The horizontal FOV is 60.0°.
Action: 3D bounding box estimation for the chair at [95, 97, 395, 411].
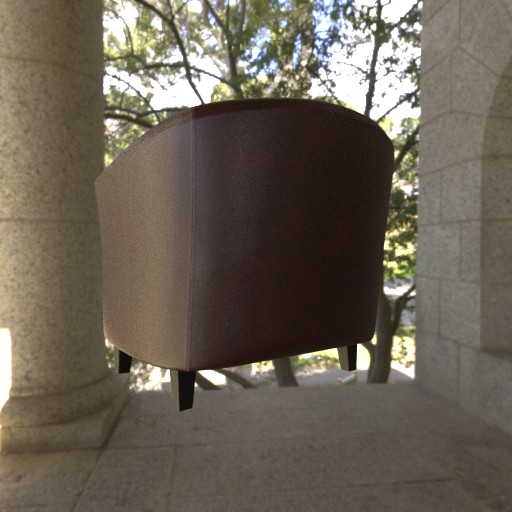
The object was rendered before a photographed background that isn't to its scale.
[{"bbox_3d":[0.000,0.000,1.371,0.792,0.756,0.727,0,0,-37],"label":"chair"}]
